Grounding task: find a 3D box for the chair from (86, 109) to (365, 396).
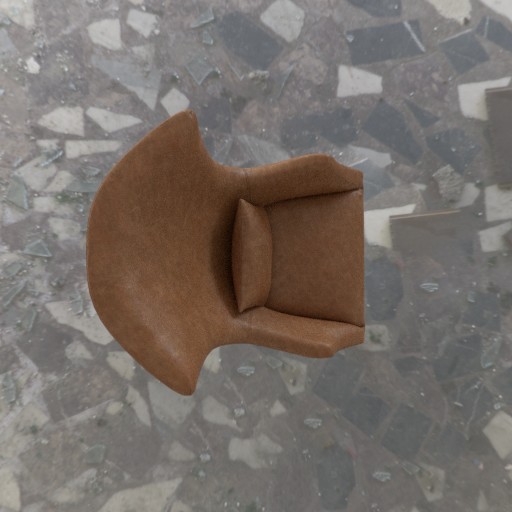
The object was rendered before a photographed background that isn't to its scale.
[{"bbox_3d":[0.000,0.000,1.780,0.955,1.067,0.846,0,88,1],"label":"chair"}]
